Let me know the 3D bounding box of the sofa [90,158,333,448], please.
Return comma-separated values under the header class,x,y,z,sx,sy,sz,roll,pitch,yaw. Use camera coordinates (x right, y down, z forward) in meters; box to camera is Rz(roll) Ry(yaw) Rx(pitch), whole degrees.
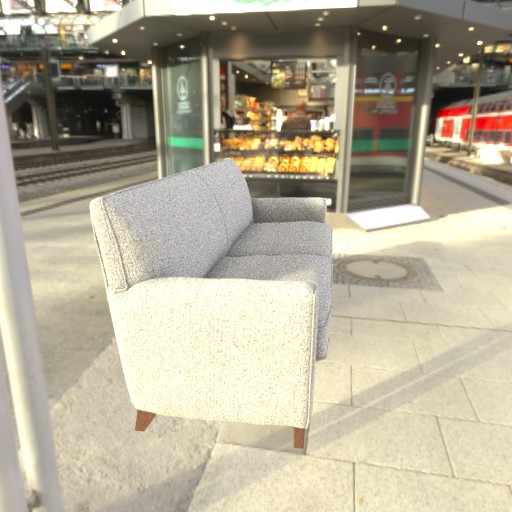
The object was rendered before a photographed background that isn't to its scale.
class,x,y,z,sx,sy,sz,roll,pitch,yaw
sofa,0.000,0.000,2.489,0.854,0.942,2.026,3,17,9
